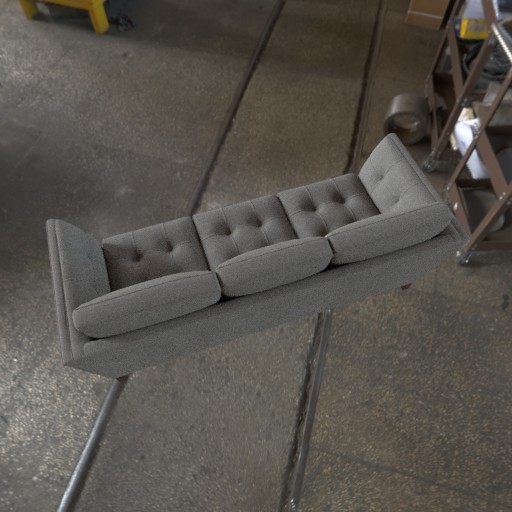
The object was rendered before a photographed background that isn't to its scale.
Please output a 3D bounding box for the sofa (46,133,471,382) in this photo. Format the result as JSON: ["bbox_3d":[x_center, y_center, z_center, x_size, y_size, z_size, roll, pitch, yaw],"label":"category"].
[{"bbox_3d":[0.000,0.000,2.924,2.387,0.940,0.965,-16,59,-10],"label":"sofa"}]
